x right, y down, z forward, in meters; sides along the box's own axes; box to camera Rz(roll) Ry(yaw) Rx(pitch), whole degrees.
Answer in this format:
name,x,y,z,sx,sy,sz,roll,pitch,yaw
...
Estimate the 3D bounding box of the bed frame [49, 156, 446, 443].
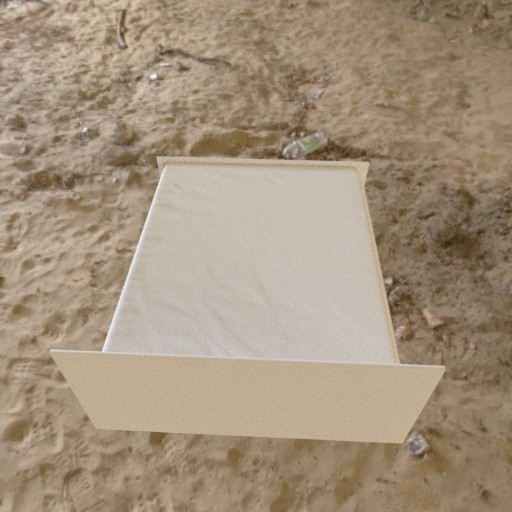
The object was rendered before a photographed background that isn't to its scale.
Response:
name,x,y,z,sx,sy,sz,roll,pitch,yaw
bed frame,0.000,0.000,2.924,1.720,0.800,2.060,2,46,2
